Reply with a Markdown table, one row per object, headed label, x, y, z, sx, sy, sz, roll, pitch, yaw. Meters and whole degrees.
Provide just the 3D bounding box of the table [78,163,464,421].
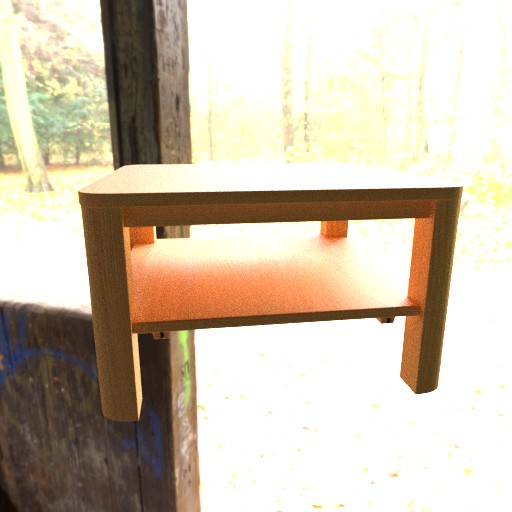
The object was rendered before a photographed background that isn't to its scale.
| label | x | y | z | sx | sy | sz | roll | pitch | yaw |
| --- | --- | --- | --- | --- | --- | --- | --- | --- | --- |
| table | 0.000 | 0.000 | 1.215 | 0.750 | 0.450 | 0.750 | -2 | 16 | -8 |
